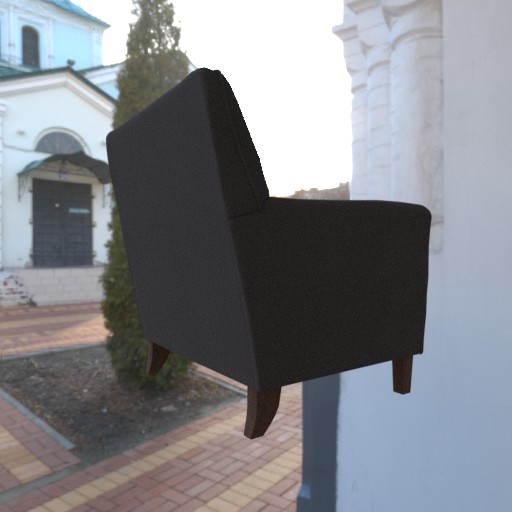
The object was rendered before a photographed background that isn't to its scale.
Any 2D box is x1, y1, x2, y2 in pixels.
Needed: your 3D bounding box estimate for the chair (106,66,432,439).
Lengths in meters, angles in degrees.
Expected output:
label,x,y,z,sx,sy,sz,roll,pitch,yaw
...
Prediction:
label,x,y,z,sx,sy,sz,roll,pitch,yaw
chair,0.000,0.000,1.562,0.831,0.911,0.836,-1,1,-34
